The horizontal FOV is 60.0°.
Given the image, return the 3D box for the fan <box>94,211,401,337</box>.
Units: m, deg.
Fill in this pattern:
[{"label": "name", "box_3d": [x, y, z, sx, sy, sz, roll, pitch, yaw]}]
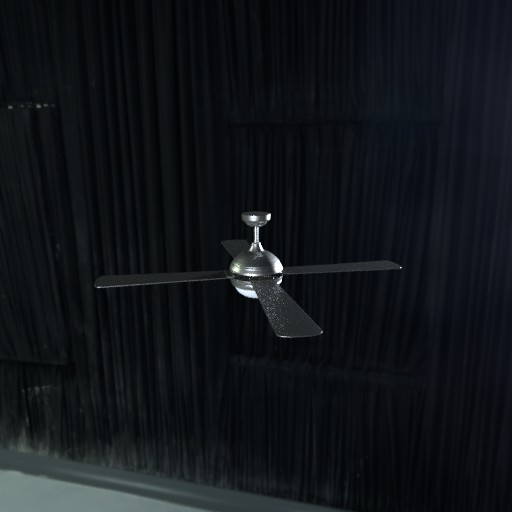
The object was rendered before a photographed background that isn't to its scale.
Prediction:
[{"label": "fan", "box_3d": [0.000, 0.000, 1.982, 1.321, 0.381, 1.321, 2, 15, 9]}]
